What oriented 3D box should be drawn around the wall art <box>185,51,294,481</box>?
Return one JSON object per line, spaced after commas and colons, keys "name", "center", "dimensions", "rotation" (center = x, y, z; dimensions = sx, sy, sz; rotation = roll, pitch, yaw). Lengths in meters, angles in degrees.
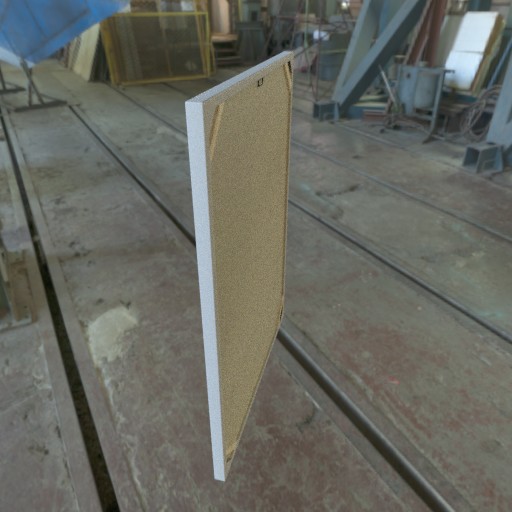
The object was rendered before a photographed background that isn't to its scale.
{"name": "wall art", "center": [0.000, 0.000, 1.545], "dimensions": [0.038, 1.212, 0.914], "rotation": [8, 31, 13]}
